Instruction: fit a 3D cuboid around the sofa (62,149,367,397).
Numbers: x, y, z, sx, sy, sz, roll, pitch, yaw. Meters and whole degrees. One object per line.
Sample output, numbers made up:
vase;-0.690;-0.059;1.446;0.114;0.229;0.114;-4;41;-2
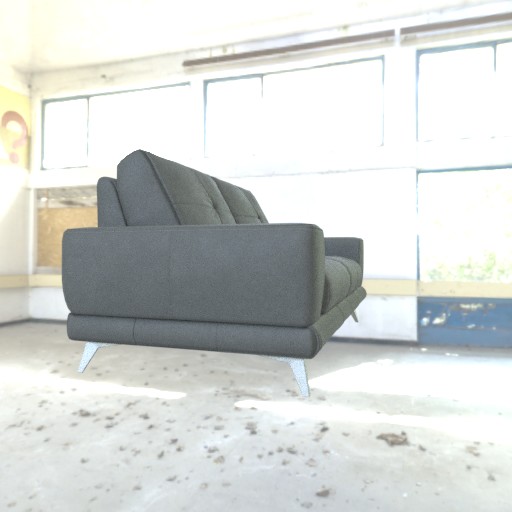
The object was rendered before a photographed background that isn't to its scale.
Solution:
sofa;0.000;0.000;2.368;1.018;0.907;1.806;0;1;19
